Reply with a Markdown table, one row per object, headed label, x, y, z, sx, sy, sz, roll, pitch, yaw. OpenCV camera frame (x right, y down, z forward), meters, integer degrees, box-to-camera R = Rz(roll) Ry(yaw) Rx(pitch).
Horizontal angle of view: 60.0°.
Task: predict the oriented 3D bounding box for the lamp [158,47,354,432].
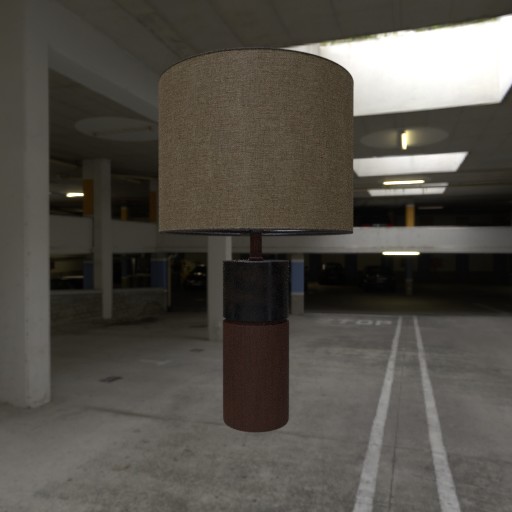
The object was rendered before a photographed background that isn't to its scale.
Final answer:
| label | x | y | z | sx | sy | sz | roll | pitch | yaw |
| --- | --- | --- | --- | --- | --- | --- | --- | --- | --- |
| lamp | 0.000 | 0.000 | 0.471 | 0.202 | 0.350 | 0.202 | 0 | 1 | 0 |
